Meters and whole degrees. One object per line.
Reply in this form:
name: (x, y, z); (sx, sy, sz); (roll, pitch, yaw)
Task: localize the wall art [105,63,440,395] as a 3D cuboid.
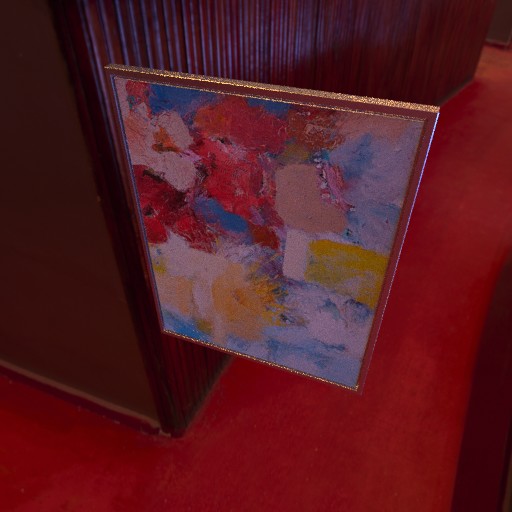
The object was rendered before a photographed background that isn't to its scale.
wall art: (0.000, 0.000, 1.372); (0.816, 1.046, 0.030); (14, 42, 16)
